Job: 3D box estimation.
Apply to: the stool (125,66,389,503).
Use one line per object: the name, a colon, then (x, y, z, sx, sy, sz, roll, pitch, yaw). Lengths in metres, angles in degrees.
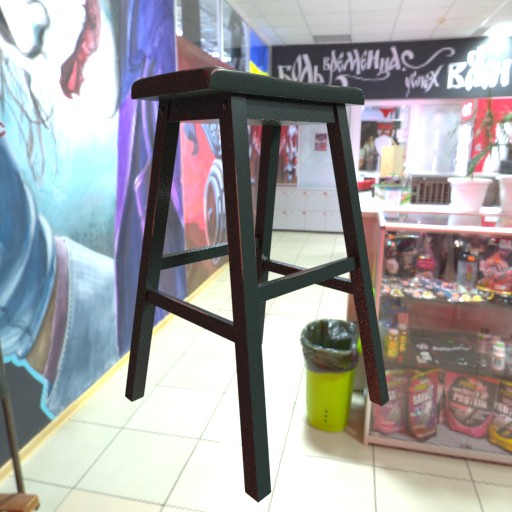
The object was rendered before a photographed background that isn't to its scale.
stool: (0.000, 0.000, 1.013, 0.457, 0.737, 0.476, -14, 20, -43)
